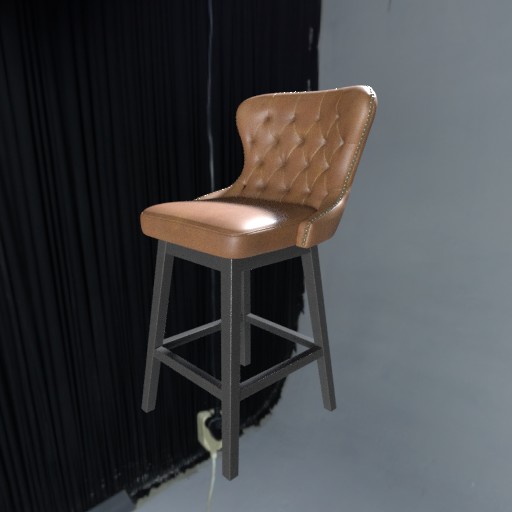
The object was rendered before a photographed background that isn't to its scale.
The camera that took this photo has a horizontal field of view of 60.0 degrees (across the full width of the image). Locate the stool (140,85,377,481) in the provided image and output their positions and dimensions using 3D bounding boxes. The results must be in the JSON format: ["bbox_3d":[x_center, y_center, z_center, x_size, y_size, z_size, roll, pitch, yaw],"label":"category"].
[{"bbox_3d":[0.000,0.000,1.325,0.593,0.971,0.528,-14,20,-42],"label":"stool"}]
